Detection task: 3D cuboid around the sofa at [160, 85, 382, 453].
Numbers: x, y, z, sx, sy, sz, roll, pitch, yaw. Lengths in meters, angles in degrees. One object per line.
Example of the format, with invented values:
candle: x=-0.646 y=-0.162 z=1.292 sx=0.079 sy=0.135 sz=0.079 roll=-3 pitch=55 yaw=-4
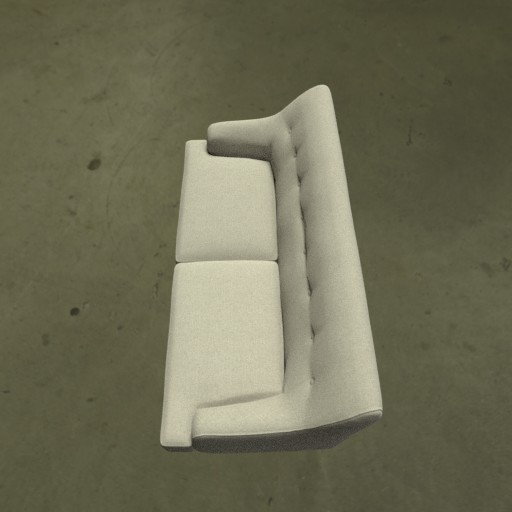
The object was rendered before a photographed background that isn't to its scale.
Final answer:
sofa: x=0.000 y=0.000 z=2.585 sx=0.978 sy=0.871 sz=2.057 roll=-1 pitch=58 yaw=-1
